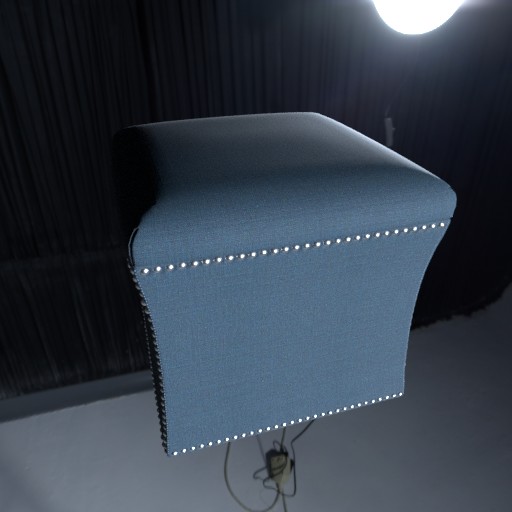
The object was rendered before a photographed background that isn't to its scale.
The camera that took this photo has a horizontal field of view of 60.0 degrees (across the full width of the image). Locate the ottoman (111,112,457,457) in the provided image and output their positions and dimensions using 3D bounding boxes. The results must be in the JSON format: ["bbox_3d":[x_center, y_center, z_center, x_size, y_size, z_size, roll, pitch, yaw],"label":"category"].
[{"bbox_3d":[0.000,0.000,0.886,0.497,0.475,0.507,-9,32,-15],"label":"ottoman"}]
